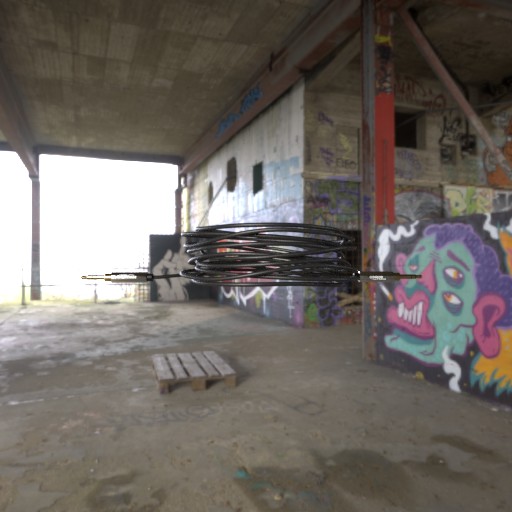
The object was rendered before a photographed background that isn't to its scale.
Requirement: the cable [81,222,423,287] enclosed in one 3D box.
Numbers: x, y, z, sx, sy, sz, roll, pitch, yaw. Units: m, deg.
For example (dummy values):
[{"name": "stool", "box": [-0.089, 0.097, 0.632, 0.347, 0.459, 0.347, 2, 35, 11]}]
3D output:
[{"name": "cable", "box": [0.000, 0.000, 0.516, 0.432, 0.069, 0.198, 0, -1, -1]}]
